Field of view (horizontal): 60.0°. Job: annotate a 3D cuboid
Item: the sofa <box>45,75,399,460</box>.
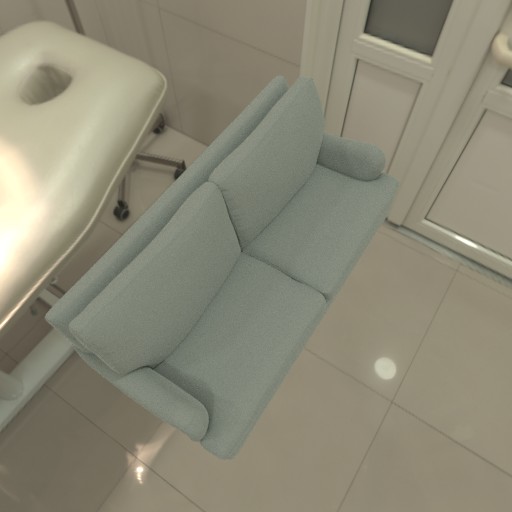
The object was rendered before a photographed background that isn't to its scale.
[{"bbox_3d":[0.000,0.000,2.789,1.069,1.096,2.193,30,64,16],"label":"sofa"}]
